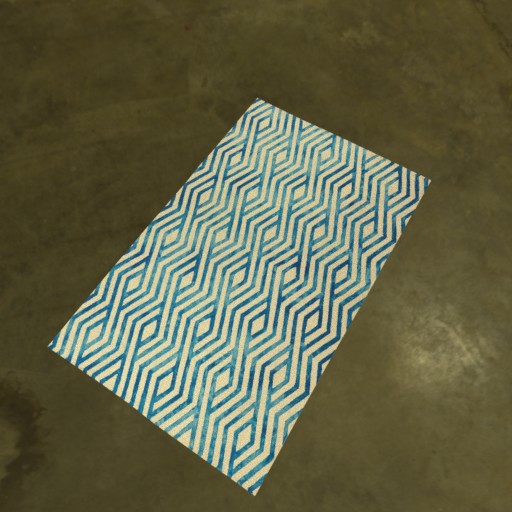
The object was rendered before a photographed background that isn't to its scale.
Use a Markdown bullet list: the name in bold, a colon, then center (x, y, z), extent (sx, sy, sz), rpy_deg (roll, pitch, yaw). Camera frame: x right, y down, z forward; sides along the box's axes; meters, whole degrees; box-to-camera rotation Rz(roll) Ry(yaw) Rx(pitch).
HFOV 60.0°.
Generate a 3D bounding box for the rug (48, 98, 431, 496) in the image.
- **rug**: center (0.000, 0.000, 3.019), extent (1.531, 0.008, 2.439), rpy_deg (30, 68, 13)
